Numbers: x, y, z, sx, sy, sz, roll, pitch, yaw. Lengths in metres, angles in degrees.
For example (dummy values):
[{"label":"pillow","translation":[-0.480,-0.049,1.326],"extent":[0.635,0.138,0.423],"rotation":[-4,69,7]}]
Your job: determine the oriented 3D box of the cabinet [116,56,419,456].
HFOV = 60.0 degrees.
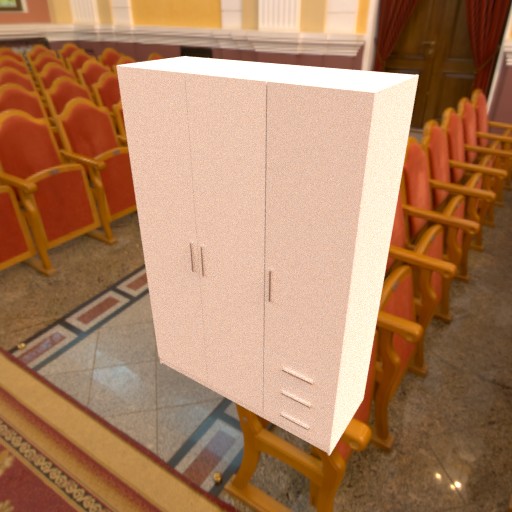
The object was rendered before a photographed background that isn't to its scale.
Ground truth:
[{"label":"cabinet","translation":[0.000,0.000,2.450],"extent":[1.290,1.910,0.510],"rotation":[19,35,29]}]
